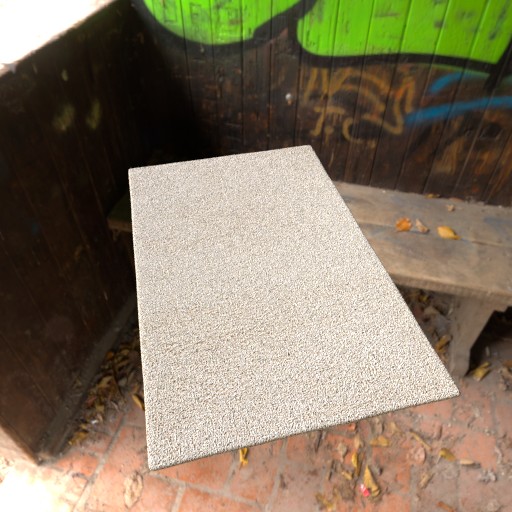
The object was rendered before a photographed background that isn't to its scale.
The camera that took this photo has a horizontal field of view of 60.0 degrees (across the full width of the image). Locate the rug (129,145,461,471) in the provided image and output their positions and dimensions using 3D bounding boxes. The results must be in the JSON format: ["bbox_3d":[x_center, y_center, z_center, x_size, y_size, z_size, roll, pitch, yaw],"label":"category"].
[{"bbox_3d":[0.000,0.000,3.336,1.778,0.030,2.743,-10,46,-9],"label":"rug"}]
